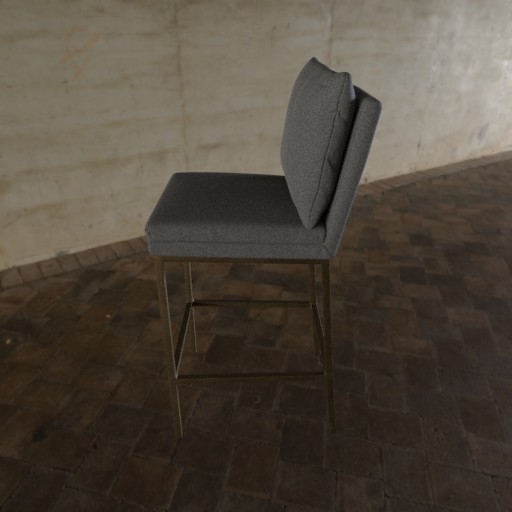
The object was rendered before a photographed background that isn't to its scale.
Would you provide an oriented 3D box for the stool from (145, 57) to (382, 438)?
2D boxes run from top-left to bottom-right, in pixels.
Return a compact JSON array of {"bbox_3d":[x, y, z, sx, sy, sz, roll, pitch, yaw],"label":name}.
[{"bbox_3d":[0.000,0.000,1.405,0.569,1.130,0.463,0,28,0],"label":"stool"}]
